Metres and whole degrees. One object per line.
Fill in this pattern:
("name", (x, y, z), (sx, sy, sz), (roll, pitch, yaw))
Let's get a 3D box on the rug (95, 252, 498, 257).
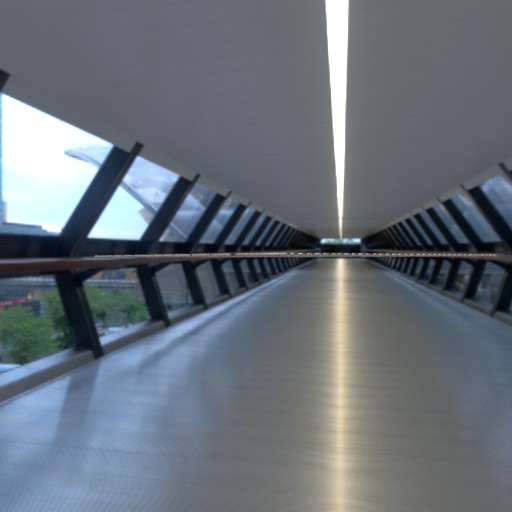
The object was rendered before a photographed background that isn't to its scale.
("rug", (0.000, 0.000, 2.421), (1.196, 0.008, 2.006), (0, 0, -35))
